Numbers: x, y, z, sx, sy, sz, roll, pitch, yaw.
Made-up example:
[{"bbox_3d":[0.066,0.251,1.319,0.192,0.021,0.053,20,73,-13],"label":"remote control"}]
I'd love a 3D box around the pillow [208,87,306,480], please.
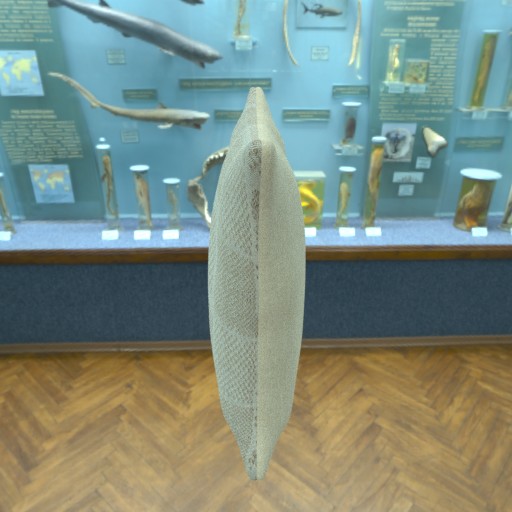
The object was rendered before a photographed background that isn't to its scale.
[{"bbox_3d":[0.000,0.000,0.661,0.138,0.432,0.436,0,26,-1],"label":"pillow"}]
